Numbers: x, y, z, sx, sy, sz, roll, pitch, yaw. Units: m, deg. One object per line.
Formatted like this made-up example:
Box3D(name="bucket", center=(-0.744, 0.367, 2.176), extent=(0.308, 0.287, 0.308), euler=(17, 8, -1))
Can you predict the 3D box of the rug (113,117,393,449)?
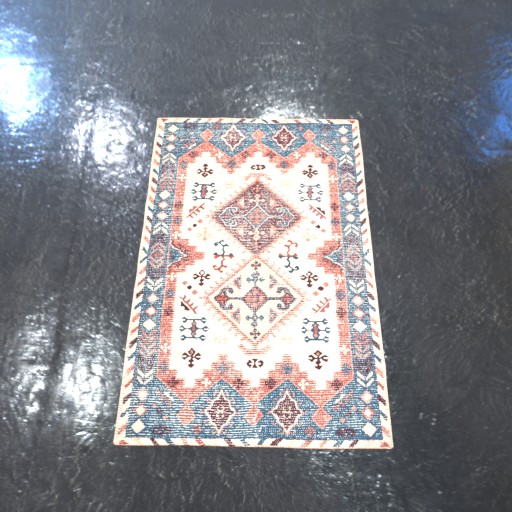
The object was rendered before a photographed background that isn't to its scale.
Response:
Box3D(name="rug", center=(0.000, 0.000, 2.309), extent=(1.225, 0.015, 1.840), euler=(1, 65, 0))
